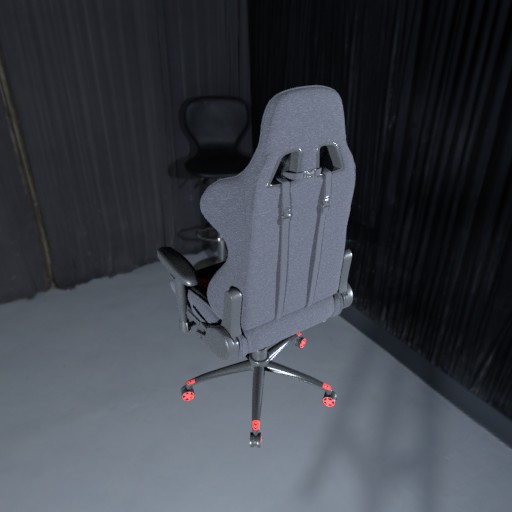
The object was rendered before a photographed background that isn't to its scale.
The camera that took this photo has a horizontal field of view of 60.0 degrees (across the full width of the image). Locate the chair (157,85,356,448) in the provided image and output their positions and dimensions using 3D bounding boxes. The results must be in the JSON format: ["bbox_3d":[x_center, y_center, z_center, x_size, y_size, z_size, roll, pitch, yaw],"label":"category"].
[{"bbox_3d":[0.000,0.000,1.740,0.695,1.326,0.658,-18,34,-28],"label":"chair"}]
